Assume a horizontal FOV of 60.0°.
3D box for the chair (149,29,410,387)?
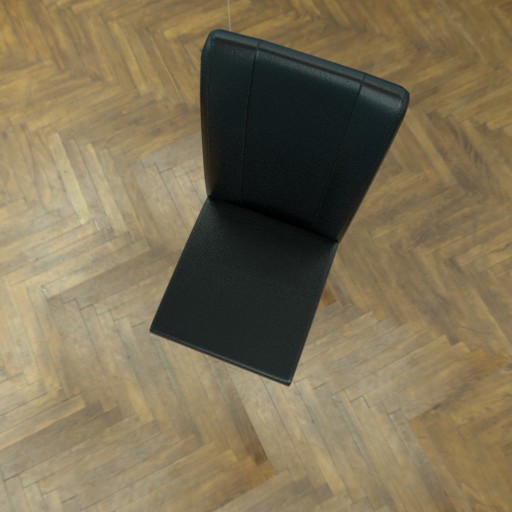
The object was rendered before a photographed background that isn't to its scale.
[{"bbox_3d":[0.000,0.000,1.157,0.399,0.897,0.556,20,76,5],"label":"chair"}]
